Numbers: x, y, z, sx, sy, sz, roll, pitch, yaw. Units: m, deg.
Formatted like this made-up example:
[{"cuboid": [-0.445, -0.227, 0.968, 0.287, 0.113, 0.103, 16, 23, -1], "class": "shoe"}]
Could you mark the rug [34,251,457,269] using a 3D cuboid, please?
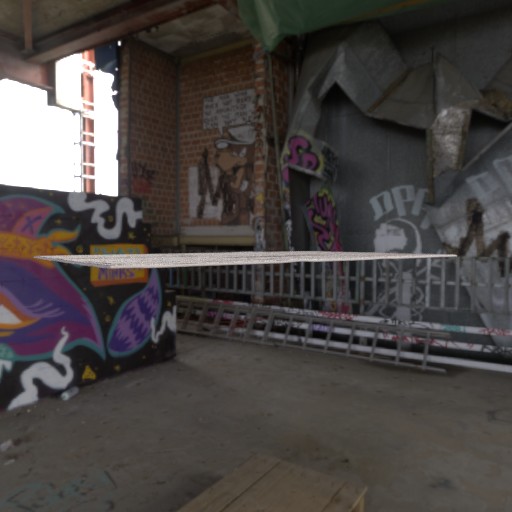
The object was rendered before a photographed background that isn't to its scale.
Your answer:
[{"cuboid": [0.000, 0.000, 1.049, 0.867, 0.007, 0.515, -1, 2, -37], "class": "rug"}]
